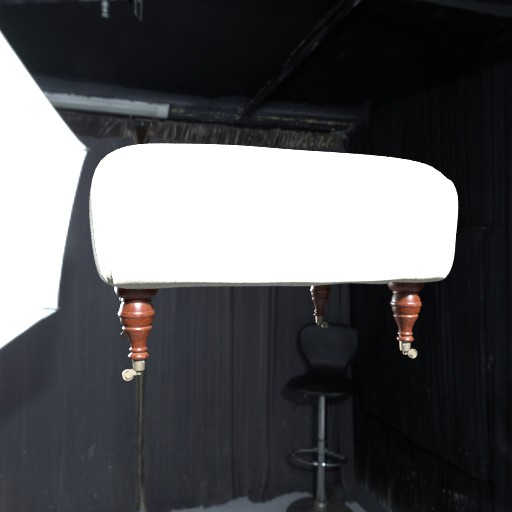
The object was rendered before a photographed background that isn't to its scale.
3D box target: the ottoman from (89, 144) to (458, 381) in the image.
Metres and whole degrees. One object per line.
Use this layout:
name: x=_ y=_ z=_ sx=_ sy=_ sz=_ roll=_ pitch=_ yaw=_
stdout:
ottoman: x=0.000 y=0.000 z=1.089 sx=0.747 sy=0.450 sz=0.622 roll=0 pitch=0 yaw=-17
